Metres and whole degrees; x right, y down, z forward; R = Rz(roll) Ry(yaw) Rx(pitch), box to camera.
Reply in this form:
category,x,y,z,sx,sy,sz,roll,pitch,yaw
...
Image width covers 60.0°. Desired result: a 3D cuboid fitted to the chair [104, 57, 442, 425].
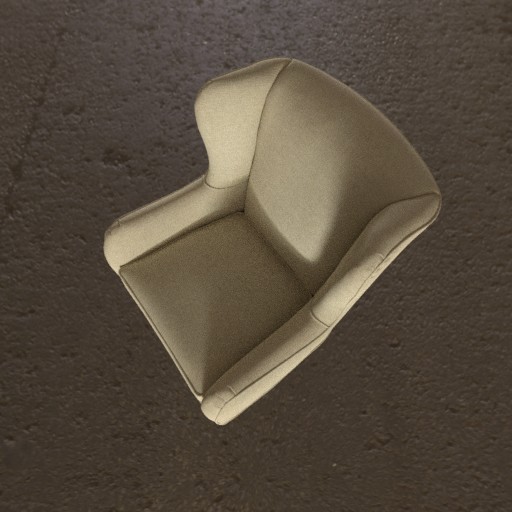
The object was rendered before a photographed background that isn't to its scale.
category,x,y,z,sx,sy,sz,roll,pitch,yaw
chair,0.000,0.000,1.729,0.966,1.040,0.838,-33,68,-15
